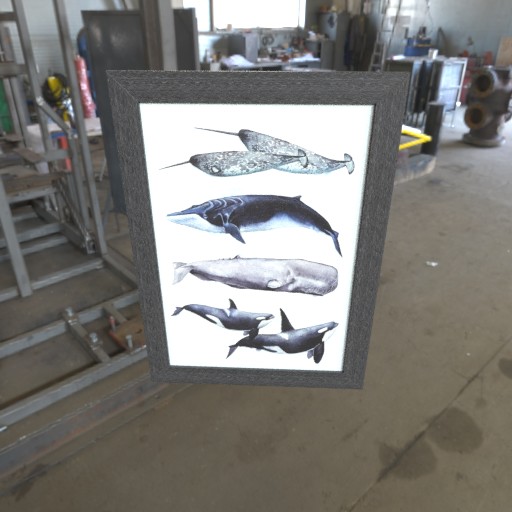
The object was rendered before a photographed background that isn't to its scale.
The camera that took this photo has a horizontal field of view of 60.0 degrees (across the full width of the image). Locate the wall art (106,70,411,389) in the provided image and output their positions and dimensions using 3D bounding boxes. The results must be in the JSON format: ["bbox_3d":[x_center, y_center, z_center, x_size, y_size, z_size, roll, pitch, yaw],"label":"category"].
[{"bbox_3d":[0.000,0.000,1.445,0.810,1.116,0.016,1,28,3],"label":"wall art"}]
